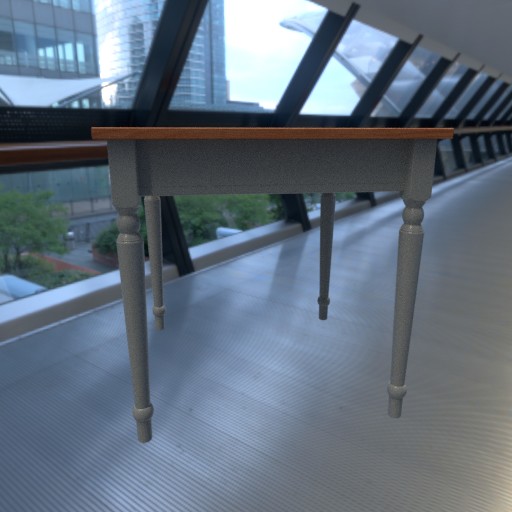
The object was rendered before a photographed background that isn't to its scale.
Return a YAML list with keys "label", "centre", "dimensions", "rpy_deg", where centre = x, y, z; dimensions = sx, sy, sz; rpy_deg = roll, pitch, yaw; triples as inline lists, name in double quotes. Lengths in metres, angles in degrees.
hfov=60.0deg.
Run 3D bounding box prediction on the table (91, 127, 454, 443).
- label: "table"
  centre: [0.000, 0.000, 1.349]
  dimensions: [0.747, 0.738, 0.747]
  rpy_deg: [-2, 15, -8]
